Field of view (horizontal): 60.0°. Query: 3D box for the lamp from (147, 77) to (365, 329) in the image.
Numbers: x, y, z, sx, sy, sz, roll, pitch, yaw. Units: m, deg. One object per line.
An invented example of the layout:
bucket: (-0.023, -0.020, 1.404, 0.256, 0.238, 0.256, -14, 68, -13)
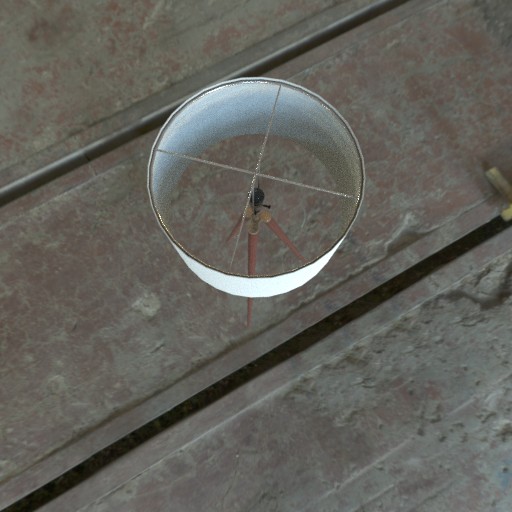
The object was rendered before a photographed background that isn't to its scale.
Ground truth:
lamp: (0.000, 0.000, 1.734, 0.483, 1.553, 0.483, 14, 77, 3)
